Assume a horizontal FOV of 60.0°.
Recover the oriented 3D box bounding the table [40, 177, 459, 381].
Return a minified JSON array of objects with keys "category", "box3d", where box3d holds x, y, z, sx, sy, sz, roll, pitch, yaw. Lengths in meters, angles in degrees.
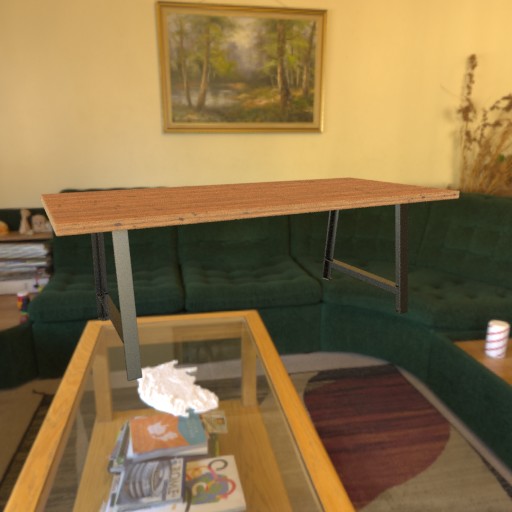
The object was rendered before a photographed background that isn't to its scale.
[{"category":"table","box3d":[0.000,0.000,2.649,2.200,0.757,1.000,-8,17,-27]}]
